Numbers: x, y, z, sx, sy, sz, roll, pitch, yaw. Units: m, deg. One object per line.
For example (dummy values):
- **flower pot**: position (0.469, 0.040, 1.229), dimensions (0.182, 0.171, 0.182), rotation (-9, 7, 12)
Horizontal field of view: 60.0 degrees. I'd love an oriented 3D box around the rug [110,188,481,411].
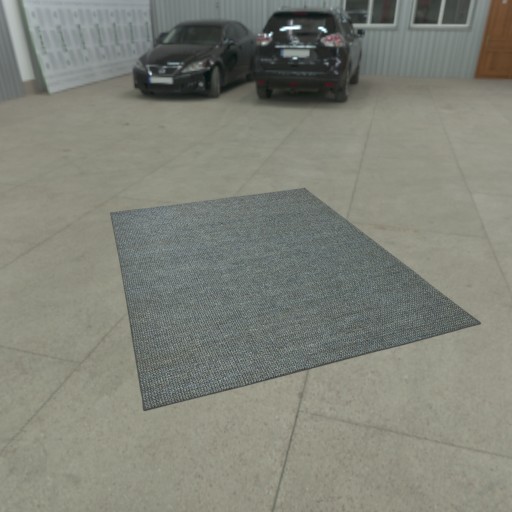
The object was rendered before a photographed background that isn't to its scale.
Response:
- **rug**: position (0.000, 0.000, 4.159), dimensions (2.456, 0.021, 3.068), rotation (-10, 30, -17)
